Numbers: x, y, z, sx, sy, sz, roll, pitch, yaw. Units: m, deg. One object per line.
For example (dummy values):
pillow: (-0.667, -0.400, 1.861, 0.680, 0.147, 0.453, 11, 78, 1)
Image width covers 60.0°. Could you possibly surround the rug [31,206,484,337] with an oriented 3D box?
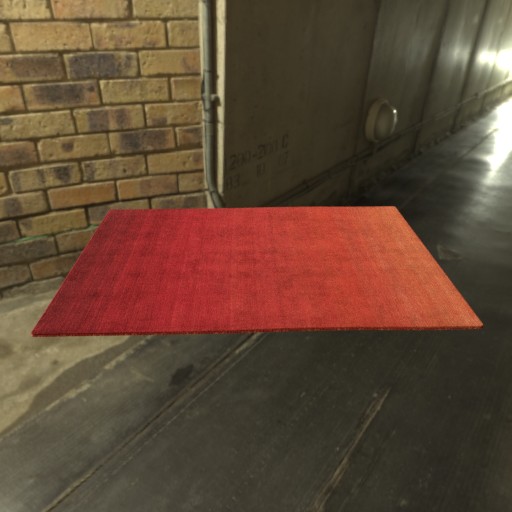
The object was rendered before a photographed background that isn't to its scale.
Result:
rug: (0.000, 0.000, 2.316, 1.835, 0.018, 1.230, -1, 30, -1)
